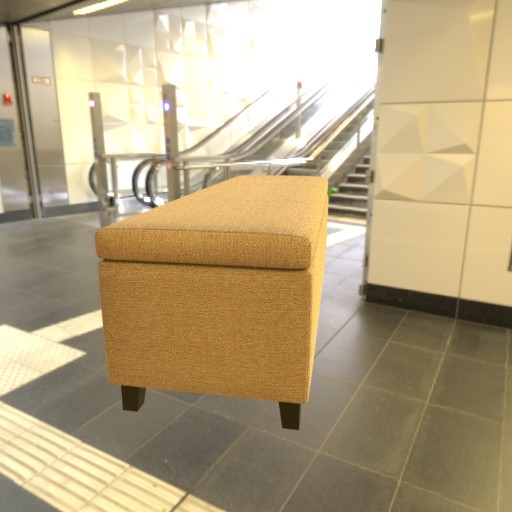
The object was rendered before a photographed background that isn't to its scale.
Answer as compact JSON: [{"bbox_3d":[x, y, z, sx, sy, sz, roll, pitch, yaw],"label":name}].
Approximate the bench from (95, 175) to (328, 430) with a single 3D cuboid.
[{"bbox_3d":[0.000,0.000,1.489,0.446,0.438,1.269,3,15,10],"label":"bench"}]
